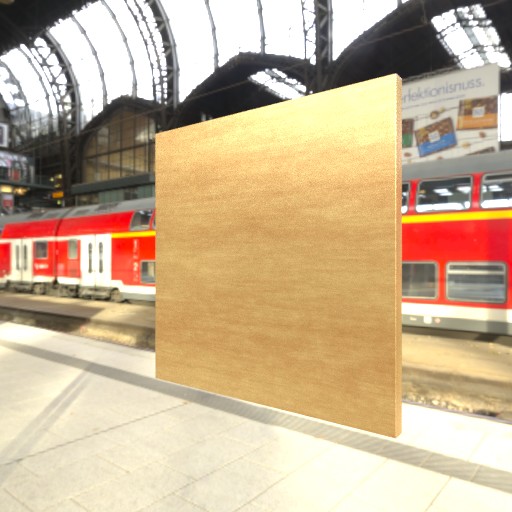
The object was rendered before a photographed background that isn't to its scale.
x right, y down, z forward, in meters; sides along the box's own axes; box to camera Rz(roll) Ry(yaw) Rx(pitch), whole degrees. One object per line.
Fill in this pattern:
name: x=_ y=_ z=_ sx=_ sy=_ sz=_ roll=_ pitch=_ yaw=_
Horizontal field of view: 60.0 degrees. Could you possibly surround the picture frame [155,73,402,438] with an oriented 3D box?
picture frame: x=0.000 y=0.000 z=1.166 sx=0.758 sy=0.761 sz=0.037 roll=0 pitch=0 yaw=37
